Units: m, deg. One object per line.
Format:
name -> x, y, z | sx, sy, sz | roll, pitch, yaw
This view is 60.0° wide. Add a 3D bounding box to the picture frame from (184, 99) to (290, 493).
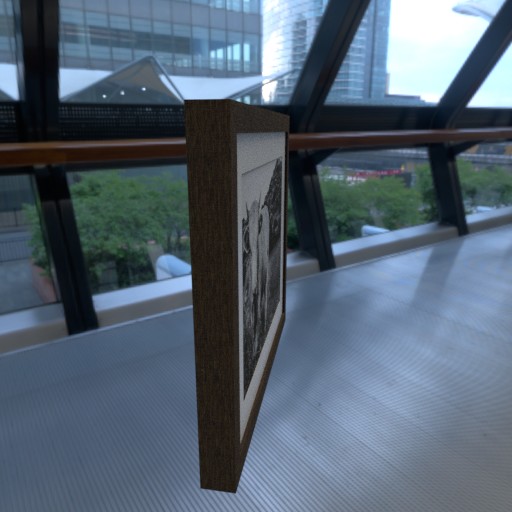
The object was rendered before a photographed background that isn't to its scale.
picture frame -> 0.000, 0.000, 0.529 | 0.033, 0.330, 0.378 | 3, 16, 10
